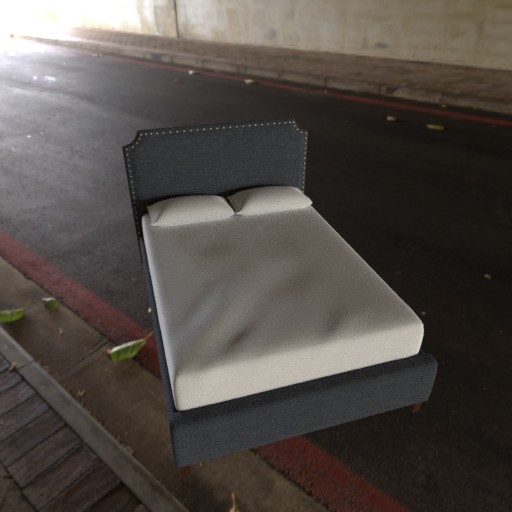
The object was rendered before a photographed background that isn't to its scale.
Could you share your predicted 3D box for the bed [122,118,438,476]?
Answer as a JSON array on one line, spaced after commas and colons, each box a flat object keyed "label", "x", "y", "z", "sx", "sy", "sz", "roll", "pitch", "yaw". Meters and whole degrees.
[{"label": "bed", "x": 0.000, "y": 0.000, "z": 3.400, "sx": 1.713, "sy": 1.443, "sz": 2.372, "roll": -9, "pitch": 33, "yaw": -14}]
